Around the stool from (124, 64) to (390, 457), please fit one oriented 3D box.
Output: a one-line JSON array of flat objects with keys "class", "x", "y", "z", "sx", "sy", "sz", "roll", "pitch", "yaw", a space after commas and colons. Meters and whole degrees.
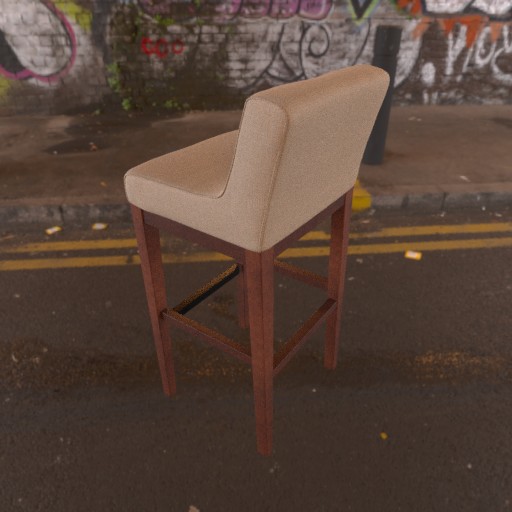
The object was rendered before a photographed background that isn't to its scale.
[{"class": "stool", "x": 0.000, "y": 0.000, "z": 1.315, "sx": 0.500, "sy": 1.037, "sz": 0.511, "roll": 20, "pitch": 36, "yaw": 30}]
